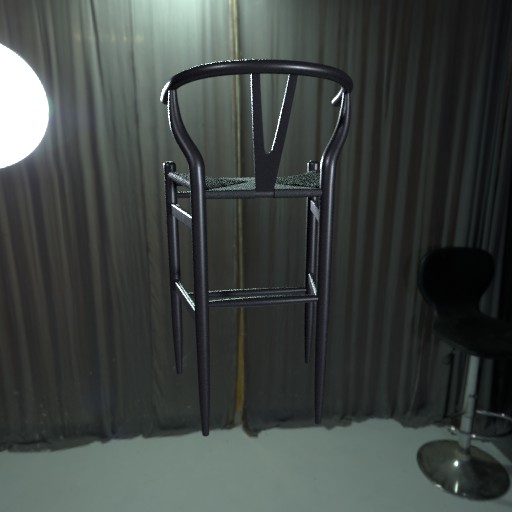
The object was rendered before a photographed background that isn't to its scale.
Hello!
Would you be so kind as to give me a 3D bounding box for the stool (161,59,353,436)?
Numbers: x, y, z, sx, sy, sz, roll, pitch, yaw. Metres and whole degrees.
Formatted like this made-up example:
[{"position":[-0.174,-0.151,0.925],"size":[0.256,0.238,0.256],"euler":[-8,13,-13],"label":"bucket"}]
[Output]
[{"position":[0.000,0.000,1.417],"size":[0.569,1.072,0.579],"euler":[-2,14,-9],"label":"stool"}]
